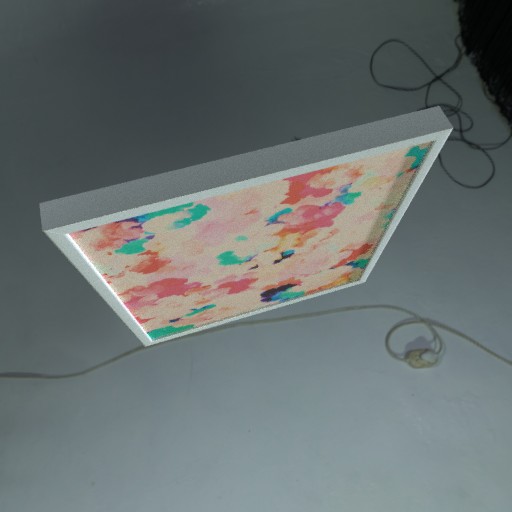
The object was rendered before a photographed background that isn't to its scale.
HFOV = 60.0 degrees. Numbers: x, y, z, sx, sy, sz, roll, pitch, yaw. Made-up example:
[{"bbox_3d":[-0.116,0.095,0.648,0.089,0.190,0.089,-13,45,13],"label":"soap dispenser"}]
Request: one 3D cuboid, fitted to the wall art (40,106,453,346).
[{"bbox_3d":[0.000,0.000,0.758,0.506,0.505,0.038,-15,65,-7],"label":"wall art"}]
